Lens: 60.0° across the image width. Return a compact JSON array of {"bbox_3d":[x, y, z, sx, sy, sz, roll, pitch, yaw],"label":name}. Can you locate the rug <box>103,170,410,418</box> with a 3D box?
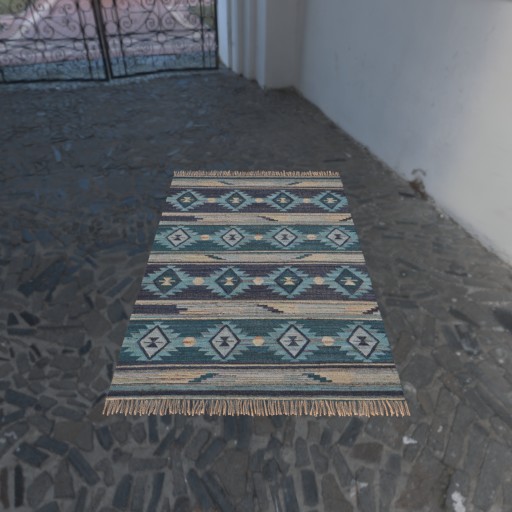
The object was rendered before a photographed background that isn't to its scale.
[{"bbox_3d":[0.000,0.000,2.433,1.181,0.028,1.936,0,39,0],"label":"rug"}]
